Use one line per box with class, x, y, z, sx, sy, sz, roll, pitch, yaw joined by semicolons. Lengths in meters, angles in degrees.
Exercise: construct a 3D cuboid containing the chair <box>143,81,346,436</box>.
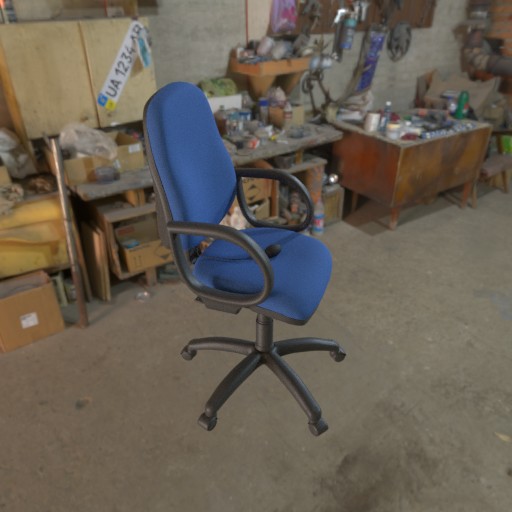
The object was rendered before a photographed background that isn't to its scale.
chair;0.000;0.000;1.264;0.549;0.905;0.552;10;30;17
